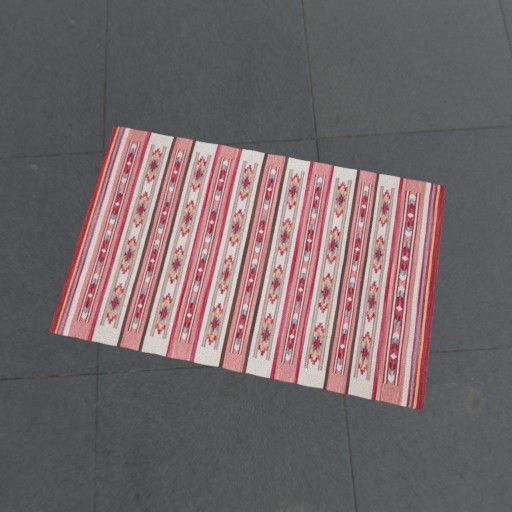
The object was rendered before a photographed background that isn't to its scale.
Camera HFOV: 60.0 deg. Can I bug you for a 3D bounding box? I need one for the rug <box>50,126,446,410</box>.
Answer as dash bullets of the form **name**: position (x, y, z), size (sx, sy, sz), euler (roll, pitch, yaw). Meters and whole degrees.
- **rug**: position (0.000, 0.000, 3.005), size (2.431, 0.010, 1.535), euler (11, 76, 3)
